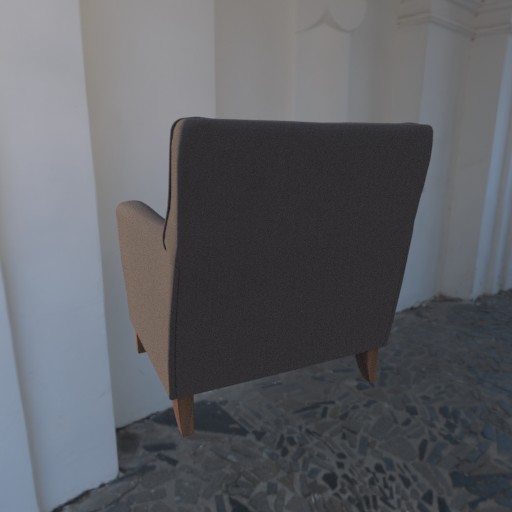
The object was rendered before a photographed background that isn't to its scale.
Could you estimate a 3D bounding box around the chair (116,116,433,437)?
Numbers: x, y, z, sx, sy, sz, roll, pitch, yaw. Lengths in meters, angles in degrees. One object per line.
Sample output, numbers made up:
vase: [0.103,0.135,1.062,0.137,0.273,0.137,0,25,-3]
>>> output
chair: [0.000,0.000,1.601,0.836,0.911,0.831,-7,16,-25]
